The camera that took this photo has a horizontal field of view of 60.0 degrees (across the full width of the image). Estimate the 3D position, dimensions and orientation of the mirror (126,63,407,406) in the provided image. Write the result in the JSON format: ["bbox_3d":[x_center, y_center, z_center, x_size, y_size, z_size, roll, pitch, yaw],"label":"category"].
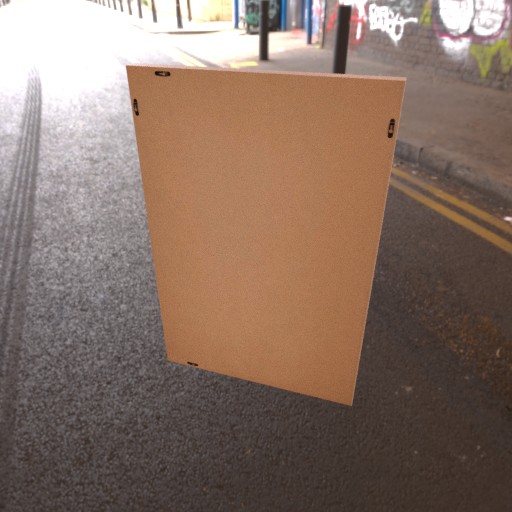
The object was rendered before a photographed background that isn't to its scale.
[{"bbox_3d":[0.000,0.000,1.174,0.609,0.915,0.041,10,33,15],"label":"mirror"}]
